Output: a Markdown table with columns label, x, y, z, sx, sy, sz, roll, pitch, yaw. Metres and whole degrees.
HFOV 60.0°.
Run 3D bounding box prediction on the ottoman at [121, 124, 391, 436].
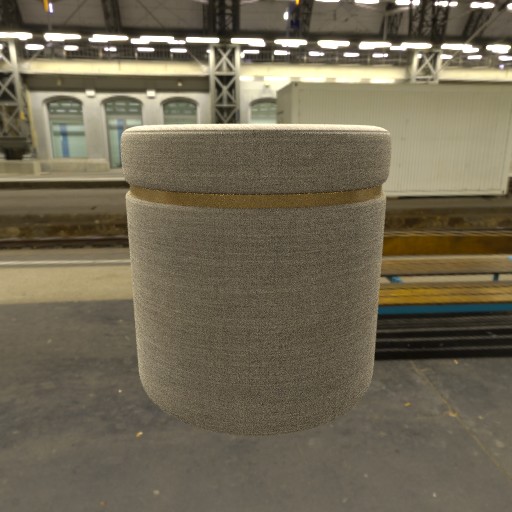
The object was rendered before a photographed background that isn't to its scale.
| label | x | y | z | sx | sy | sz | roll | pitch | yaw |
| --- | --- | --- | --- | --- | --- | --- | --- | --- | --- |
| ottoman | 0.000 | 0.000 | 0.727 | 0.400 | 0.406 | 0.400 | 0 | 15 | 0 |
